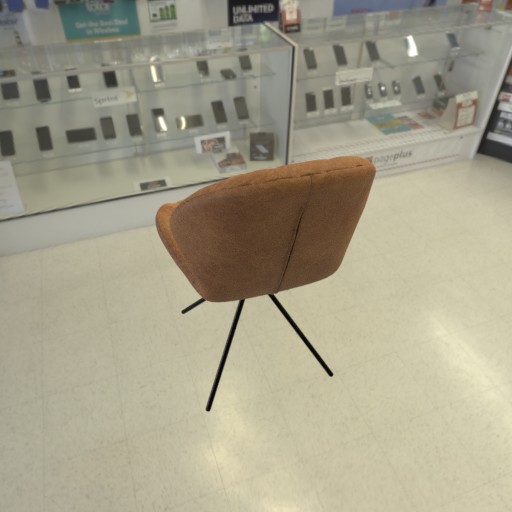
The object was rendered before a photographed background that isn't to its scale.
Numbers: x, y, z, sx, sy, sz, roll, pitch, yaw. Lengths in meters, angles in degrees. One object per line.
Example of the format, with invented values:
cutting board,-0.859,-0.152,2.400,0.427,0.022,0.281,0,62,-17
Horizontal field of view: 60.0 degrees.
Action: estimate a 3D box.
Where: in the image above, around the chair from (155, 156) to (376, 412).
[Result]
chair,0.000,0.000,1.299,0.527,0.929,0.640,-12,43,-13
